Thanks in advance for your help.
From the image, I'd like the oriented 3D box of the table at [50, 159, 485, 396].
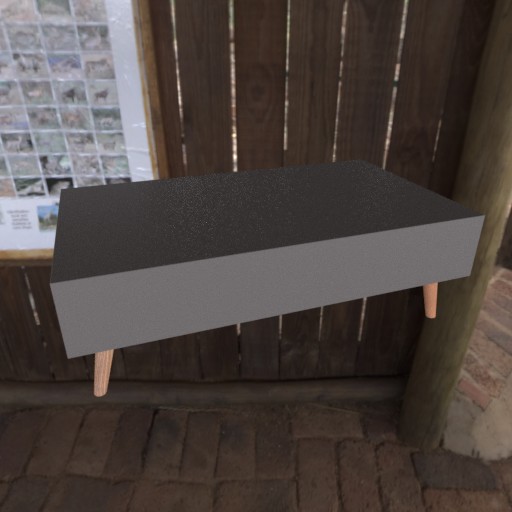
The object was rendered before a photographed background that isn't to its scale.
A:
[{"bbox_3d":[0.000,0.000,1.528,1.201,0.404,0.703,-9,28,-17],"label":"table"}]
